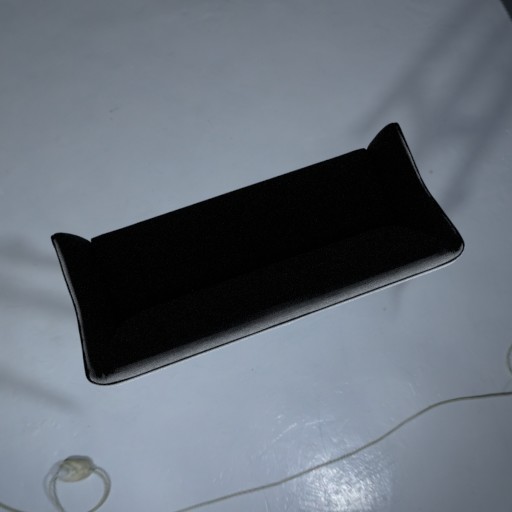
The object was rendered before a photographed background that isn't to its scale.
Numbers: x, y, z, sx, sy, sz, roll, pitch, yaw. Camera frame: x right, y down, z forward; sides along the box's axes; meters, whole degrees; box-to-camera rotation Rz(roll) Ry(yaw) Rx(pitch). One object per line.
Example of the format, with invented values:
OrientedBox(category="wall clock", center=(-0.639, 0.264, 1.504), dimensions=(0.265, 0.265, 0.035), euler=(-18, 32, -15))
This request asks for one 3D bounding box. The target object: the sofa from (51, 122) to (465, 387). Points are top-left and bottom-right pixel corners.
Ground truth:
OrientedBox(category="sofa", center=(0.000, 0.000, 2.408), dimensions=(1.928, 0.829, 0.867), euler=(-19, 76, -5))
